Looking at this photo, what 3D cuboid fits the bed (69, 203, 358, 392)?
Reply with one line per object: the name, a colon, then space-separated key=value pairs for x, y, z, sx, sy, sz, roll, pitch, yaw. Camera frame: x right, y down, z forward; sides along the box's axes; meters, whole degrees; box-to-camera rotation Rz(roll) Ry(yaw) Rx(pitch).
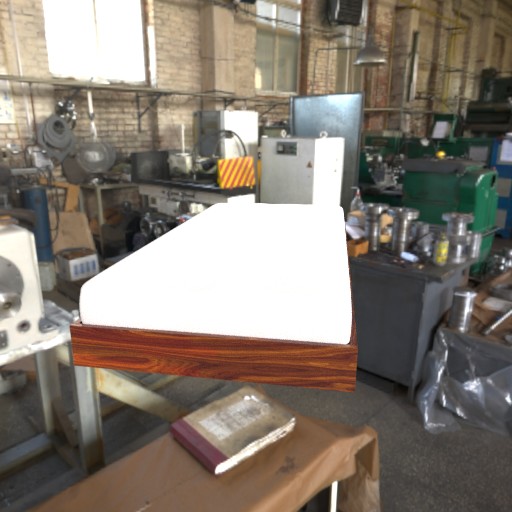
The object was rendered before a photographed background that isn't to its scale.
bed: x=0.000 y=0.000 z=2.281 sx=0.940 sy=0.312 sz=1.860 roll=3 pitch=16 yaw=10
